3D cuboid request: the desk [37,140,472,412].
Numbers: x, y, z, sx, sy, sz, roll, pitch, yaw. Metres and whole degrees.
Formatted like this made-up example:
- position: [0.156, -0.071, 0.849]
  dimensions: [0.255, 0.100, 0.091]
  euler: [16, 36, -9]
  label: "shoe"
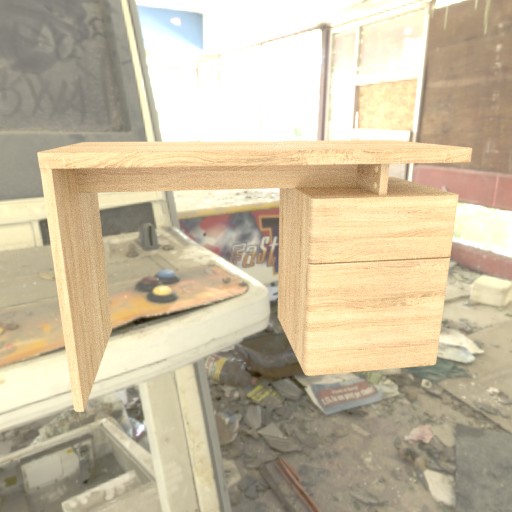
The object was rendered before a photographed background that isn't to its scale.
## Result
- position: [0.000, 0.000, 1.560]
  dimensions: [1.200, 0.760, 0.550]
  euler: [-3, 17, -8]
  label: "desk"
